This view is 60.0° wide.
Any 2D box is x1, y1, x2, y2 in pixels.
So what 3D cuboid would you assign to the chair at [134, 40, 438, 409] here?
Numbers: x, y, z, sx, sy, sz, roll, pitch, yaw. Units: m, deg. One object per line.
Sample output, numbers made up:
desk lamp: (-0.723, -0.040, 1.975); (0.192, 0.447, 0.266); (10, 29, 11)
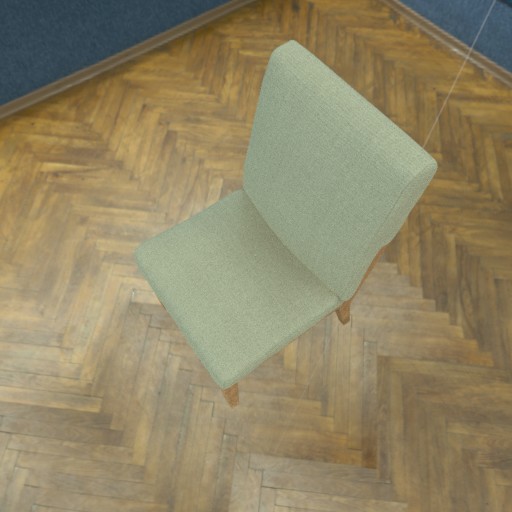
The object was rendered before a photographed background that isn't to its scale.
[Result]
chair: (0.000, 0.000, 1.288); (0.586, 0.911, 0.507); (-33, 67, -16)
